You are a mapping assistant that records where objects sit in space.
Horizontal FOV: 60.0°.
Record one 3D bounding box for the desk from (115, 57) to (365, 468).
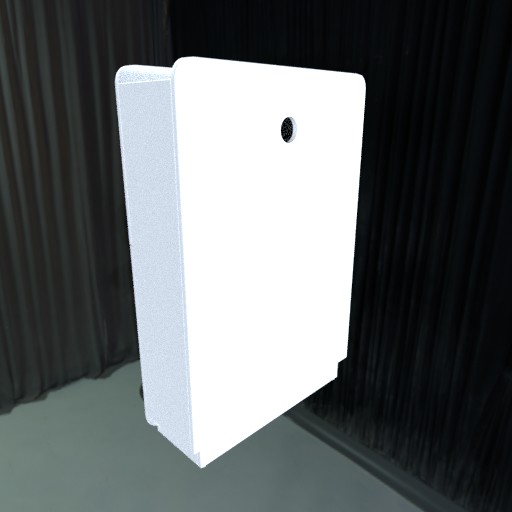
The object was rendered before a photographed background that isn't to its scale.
[{"bbox_3d":[0.000,0.000,1.532,0.795,1.190,0.278,-17,24,-42],"label":"desk"}]
